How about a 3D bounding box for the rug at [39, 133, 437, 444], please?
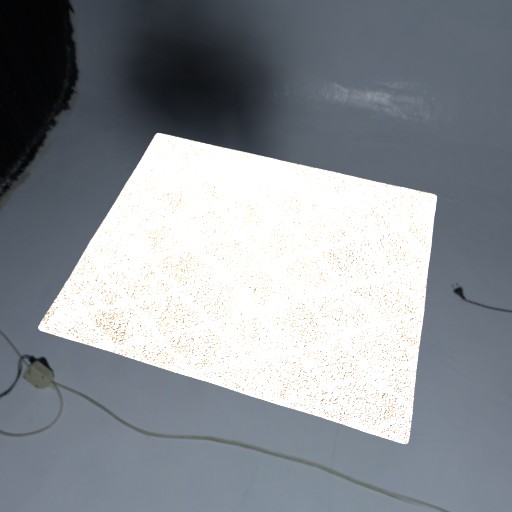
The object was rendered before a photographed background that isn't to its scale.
[{"bbox_3d":[0.000,0.000,4.057,3.047,0.029,2.438,15,59,9],"label":"rug"}]
